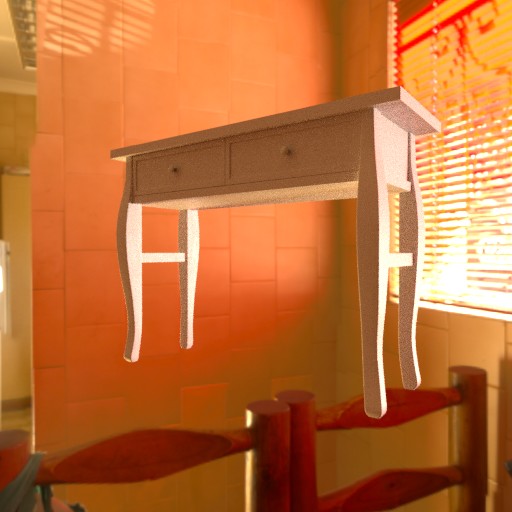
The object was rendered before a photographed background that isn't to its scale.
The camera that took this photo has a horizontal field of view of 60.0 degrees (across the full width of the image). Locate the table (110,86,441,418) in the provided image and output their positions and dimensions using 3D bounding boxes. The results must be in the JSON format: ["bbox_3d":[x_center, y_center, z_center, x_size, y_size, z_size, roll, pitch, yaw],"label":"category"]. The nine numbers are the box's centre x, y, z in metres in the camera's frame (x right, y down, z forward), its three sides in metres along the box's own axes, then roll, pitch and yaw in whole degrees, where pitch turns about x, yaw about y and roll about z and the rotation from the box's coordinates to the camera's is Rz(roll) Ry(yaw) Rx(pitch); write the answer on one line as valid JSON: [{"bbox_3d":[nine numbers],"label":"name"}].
[{"bbox_3d":[0.000,0.000,1.451,1.062,0.768,0.373,0,1,36],"label":"table"}]
